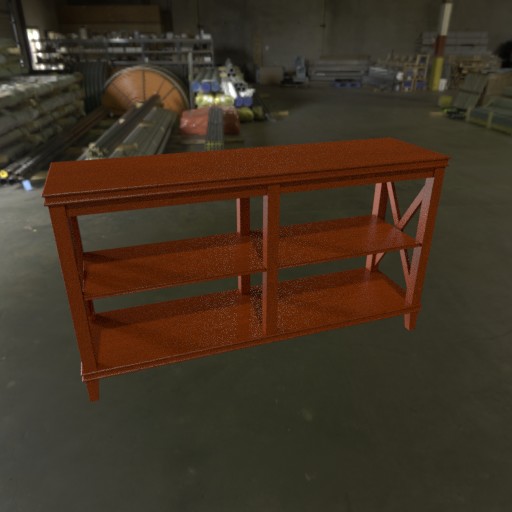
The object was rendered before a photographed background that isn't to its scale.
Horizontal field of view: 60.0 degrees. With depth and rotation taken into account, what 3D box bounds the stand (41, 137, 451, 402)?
[{"bbox_3d":[0.000,0.000,1.739,1.372,0.762,0.381,-9,27,-17],"label":"stand"}]
